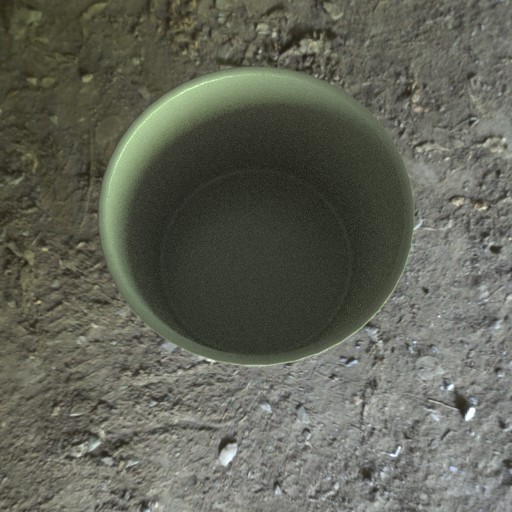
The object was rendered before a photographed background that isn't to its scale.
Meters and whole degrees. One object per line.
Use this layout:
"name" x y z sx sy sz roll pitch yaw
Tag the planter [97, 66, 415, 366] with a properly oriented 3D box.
"planter" 0.000 0.000 0.389 0.188 0.260 0.188 0 76 0
